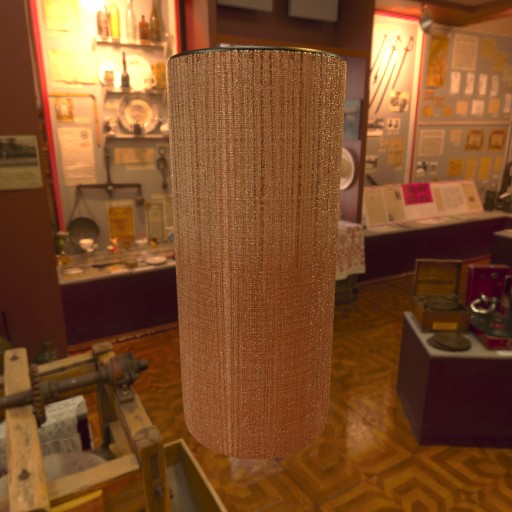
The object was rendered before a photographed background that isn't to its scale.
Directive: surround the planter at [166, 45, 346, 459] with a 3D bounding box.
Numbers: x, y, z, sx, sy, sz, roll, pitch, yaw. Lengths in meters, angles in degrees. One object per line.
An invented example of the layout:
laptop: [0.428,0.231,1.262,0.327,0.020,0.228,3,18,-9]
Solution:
planter: [0.000,0.000,0.280,0.100,0.227,0.100,-8,18,-27]
